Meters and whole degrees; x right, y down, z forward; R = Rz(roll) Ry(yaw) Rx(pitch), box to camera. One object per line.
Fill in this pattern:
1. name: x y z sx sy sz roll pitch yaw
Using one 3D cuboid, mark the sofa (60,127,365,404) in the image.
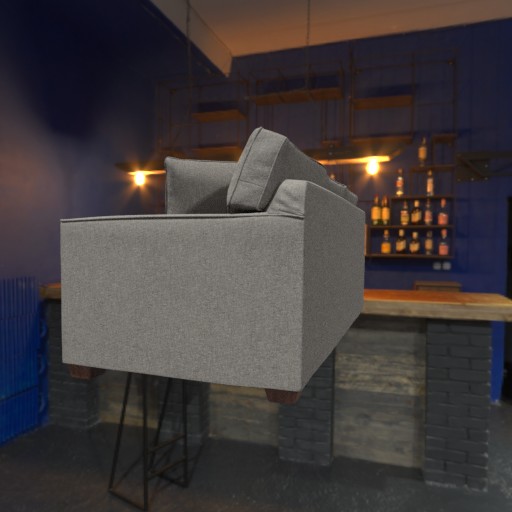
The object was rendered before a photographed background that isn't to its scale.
1. sofa: 0.000 0.000 2.520 1.034 0.946 1.963 1 2 19
